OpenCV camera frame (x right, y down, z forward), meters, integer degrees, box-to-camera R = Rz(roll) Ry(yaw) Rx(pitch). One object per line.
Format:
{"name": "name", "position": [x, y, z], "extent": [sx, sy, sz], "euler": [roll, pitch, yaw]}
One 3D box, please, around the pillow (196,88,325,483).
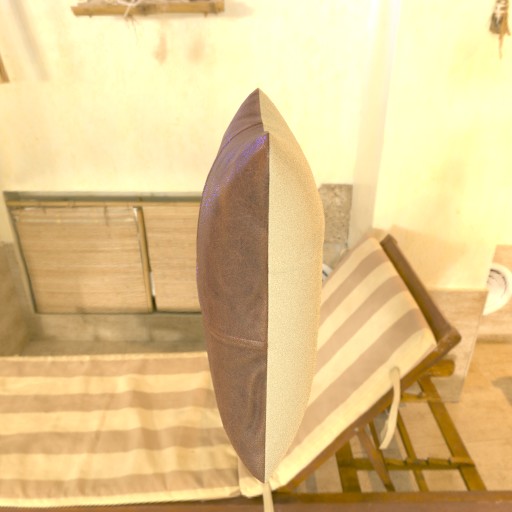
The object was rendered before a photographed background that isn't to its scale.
{"name": "pillow", "position": [0.000, 0.000, 0.704], "extent": [0.192, 0.470, 0.484], "euler": [0, 26, -1]}
